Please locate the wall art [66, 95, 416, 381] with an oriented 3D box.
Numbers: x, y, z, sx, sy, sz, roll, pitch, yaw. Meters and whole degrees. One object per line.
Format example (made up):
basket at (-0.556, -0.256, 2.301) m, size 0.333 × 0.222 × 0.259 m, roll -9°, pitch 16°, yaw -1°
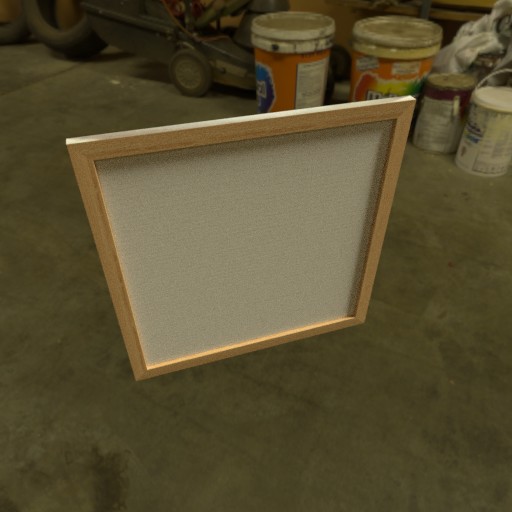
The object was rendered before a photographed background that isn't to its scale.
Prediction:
wall art at (0.000, 0.000, 1.179) m, size 0.762 × 0.762 × 0.027 m, roll -12°, pitch 41°, yaw -13°
